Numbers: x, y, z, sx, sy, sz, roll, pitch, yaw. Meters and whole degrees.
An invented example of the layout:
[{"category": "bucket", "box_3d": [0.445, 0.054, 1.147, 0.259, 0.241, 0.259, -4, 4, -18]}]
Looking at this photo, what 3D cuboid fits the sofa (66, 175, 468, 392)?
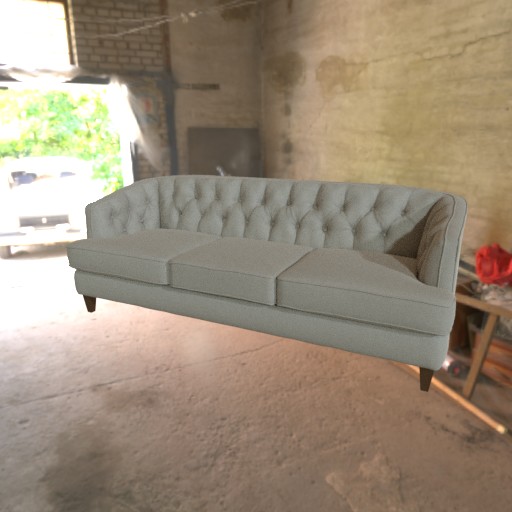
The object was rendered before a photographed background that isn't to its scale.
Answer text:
[{"category": "sofa", "box_3d": [0.000, 0.000, 2.708, 2.278, 0.855, 0.941, 8, 17, 25]}]
